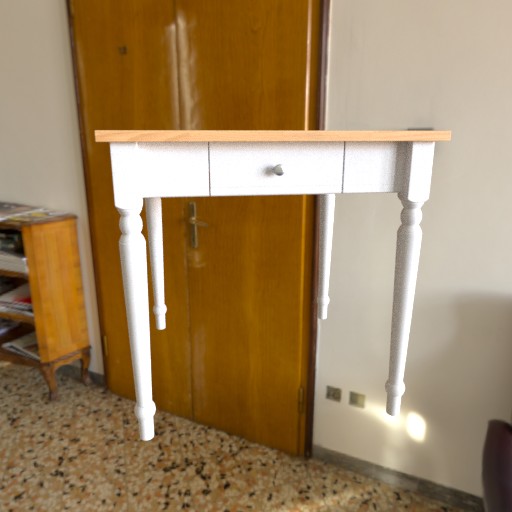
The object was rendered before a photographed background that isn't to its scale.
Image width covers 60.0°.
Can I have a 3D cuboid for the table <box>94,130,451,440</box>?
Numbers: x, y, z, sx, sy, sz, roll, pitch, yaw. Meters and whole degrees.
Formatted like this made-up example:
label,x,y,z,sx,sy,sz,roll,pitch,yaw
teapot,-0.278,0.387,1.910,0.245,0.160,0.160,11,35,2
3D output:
label,x,y,z,sx,sy,sz,roll,pitch,yaw
table,0.000,0.000,1.364,0.747,0.738,0.747,-2,16,-8
